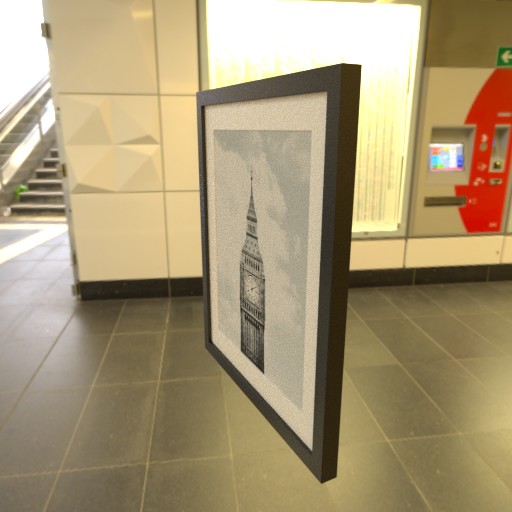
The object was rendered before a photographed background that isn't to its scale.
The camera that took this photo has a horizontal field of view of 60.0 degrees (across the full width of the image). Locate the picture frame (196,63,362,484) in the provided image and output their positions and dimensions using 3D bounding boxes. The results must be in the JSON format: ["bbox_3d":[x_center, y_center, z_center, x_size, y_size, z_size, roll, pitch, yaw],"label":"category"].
[{"bbox_3d":[0.000,0.000,0.759,0.028,0.556,0.460,-8,18,-26],"label":"picture frame"}]
